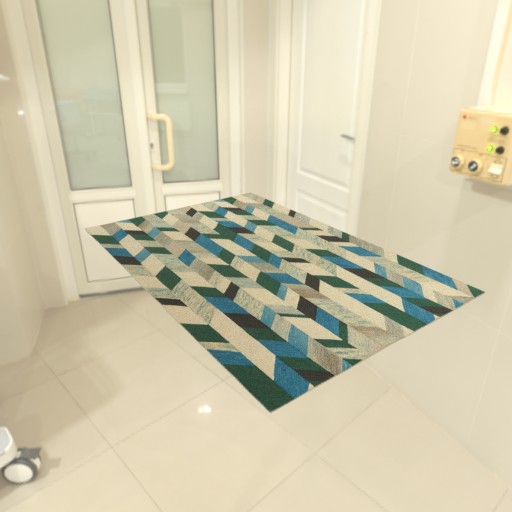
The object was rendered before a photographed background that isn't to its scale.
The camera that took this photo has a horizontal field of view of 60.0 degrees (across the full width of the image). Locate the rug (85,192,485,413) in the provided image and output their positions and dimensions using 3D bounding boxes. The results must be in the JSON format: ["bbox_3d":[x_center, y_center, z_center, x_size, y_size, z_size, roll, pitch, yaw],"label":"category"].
[{"bbox_3d":[0.000,0.000,2.319,1.229,0.005,1.827,-17,30,-32],"label":"rug"}]
